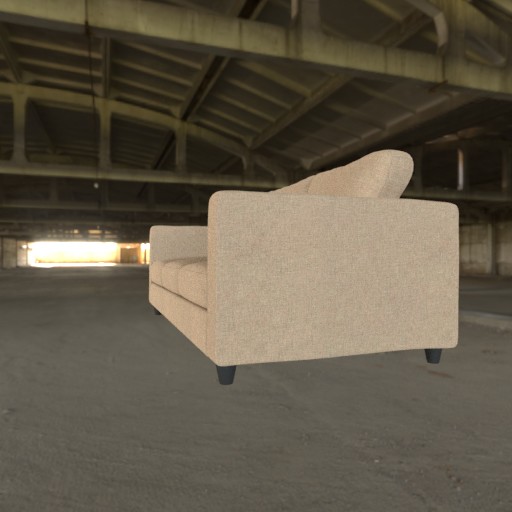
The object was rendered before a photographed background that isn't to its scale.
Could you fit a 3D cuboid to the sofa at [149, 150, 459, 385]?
[{"bbox_3d":[0.000,0.000,2.335,0.930,0.800,1.855,0,0,-19],"label":"sofa"}]
